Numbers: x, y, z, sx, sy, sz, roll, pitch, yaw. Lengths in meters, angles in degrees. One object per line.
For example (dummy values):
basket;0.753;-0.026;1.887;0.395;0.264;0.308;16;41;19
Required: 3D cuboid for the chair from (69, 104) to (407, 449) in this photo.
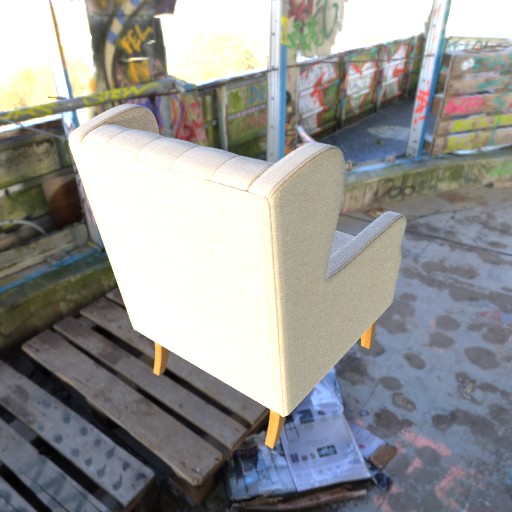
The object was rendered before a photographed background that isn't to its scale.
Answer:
chair;0.000;0.000;1.425;0.710;0.930;0.760;21;37;30
